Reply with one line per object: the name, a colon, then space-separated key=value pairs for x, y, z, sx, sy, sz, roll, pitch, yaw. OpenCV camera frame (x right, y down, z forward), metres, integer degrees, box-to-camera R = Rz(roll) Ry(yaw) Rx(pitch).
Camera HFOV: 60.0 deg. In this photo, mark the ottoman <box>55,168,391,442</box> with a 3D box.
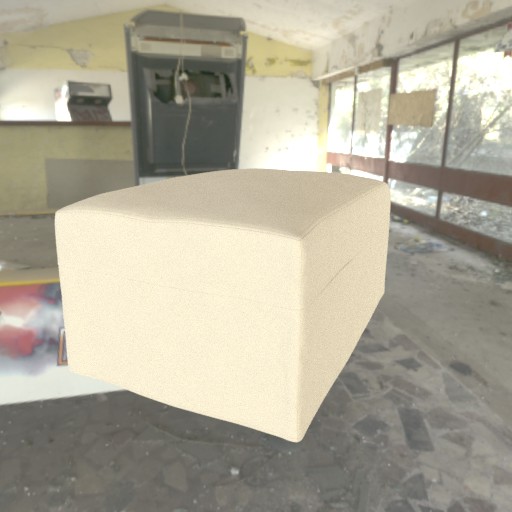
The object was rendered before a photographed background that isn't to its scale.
ottoman: x=0.000 y=0.000 z=1.218 sx=0.590 sy=0.444 sz=0.872 roll=7 pitch=17 yaw=24
